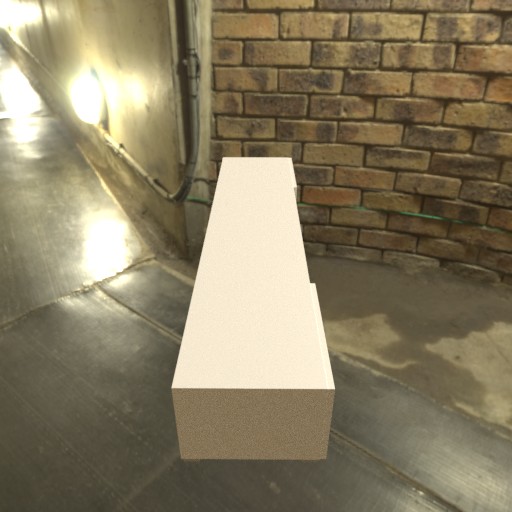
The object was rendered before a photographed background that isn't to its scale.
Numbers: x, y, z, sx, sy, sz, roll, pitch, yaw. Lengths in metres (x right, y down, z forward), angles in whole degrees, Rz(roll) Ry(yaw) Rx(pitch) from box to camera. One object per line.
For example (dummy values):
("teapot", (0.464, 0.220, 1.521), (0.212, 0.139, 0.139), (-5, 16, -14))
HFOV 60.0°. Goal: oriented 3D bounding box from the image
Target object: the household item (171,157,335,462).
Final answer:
("household item", (0.000, 0.000, 2.009), (0.420, 0.310, 1.850), (0, 31, 0))
